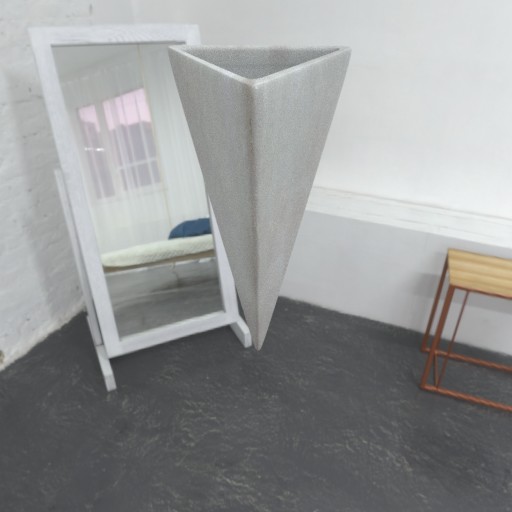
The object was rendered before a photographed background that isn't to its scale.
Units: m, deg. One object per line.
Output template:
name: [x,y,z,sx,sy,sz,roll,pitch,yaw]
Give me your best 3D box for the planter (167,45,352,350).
planter: [0.000,0.000,0.155,0.058,0.130,0.047,1,31,2]
